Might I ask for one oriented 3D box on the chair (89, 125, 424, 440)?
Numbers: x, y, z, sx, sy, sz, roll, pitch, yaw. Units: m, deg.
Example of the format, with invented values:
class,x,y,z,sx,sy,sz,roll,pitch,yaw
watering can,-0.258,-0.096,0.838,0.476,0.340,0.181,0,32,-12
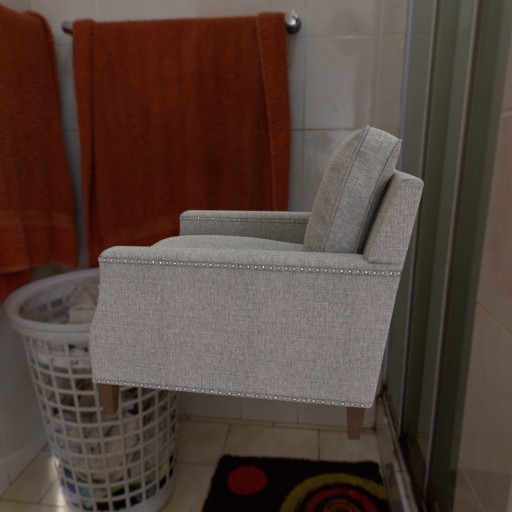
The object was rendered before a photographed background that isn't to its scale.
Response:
class,x,y,z,sx,sy,sz,roll,pitch,yaw
chair,0.000,0.000,1.696,1.014,0.943,0.853,2,15,9
